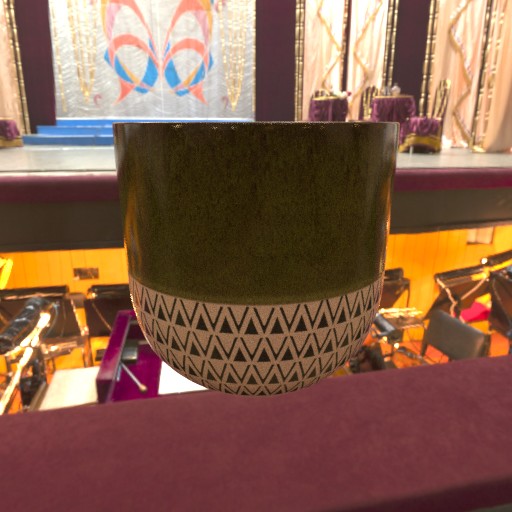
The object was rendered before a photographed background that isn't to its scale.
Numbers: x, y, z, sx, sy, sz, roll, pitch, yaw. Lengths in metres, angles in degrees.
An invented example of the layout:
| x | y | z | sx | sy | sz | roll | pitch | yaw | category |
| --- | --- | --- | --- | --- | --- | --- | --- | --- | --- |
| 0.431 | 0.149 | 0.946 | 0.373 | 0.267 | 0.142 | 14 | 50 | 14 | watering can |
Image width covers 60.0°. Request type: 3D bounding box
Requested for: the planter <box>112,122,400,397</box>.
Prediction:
| x | y | z | sx | sy | sz | roll | pitch | yaw | category |
| --- | --- | --- | --- | --- | --- | --- | --- | --- | --- |
| 0.000 | 0.000 | 0.467 | 0.266 | 0.270 | 0.266 | 0 | 17 | 0 | planter |
